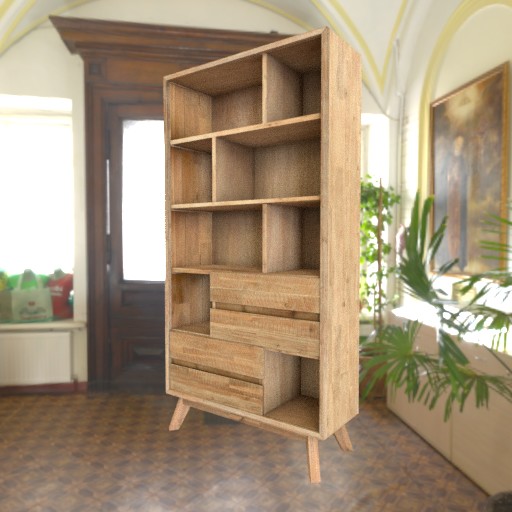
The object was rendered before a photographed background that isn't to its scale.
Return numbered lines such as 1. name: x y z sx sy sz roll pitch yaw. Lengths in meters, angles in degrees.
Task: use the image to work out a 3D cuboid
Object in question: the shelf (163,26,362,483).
1. shelf: 0.000 0.000 1.750 0.748 1.471 0.308 2 3 36
